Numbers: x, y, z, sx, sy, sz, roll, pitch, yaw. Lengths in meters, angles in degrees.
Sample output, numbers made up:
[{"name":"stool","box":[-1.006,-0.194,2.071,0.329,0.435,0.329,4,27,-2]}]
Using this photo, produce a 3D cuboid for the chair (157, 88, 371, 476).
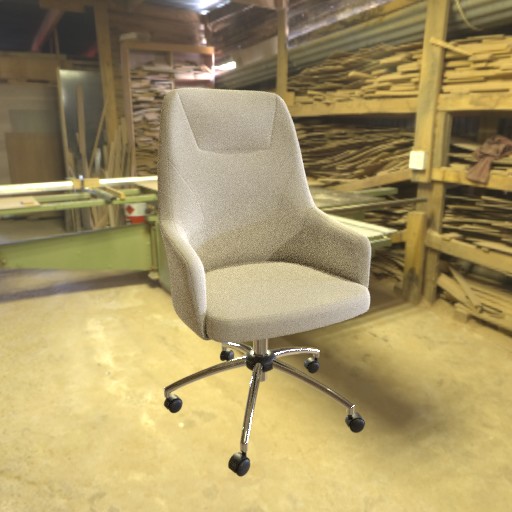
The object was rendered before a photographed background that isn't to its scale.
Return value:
[{"name":"chair","box":[0.000,0.000,1.431,0.620,1.049,0.640,-8,17,-26]}]
